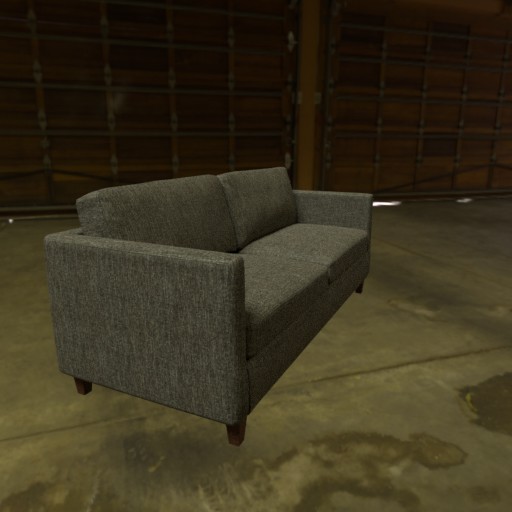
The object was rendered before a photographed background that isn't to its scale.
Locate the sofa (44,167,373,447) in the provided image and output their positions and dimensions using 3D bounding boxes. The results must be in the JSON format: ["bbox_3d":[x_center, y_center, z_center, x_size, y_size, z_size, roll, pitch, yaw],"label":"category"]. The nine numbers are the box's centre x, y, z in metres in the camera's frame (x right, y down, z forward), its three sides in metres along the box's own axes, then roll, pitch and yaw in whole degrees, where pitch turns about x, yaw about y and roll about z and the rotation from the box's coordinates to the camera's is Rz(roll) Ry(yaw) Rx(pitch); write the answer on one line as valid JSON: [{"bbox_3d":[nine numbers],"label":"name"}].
[{"bbox_3d":[0.000,0.000,2.657,0.948,0.960,2.208,7,16,25],"label":"sofa"}]
